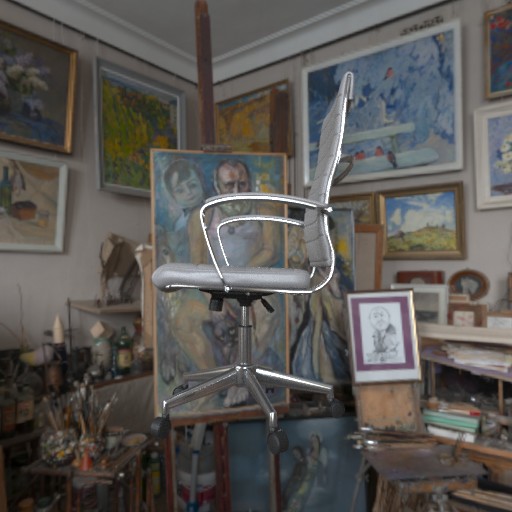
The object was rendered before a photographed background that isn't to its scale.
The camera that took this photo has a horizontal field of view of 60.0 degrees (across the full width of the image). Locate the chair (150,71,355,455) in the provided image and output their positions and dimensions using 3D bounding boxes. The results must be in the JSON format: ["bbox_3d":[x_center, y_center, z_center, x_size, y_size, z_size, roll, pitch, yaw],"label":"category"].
[{"bbox_3d":[0.000,0.000,1.595,0.667,1.149,0.679,0,-2,0],"label":"chair"}]
